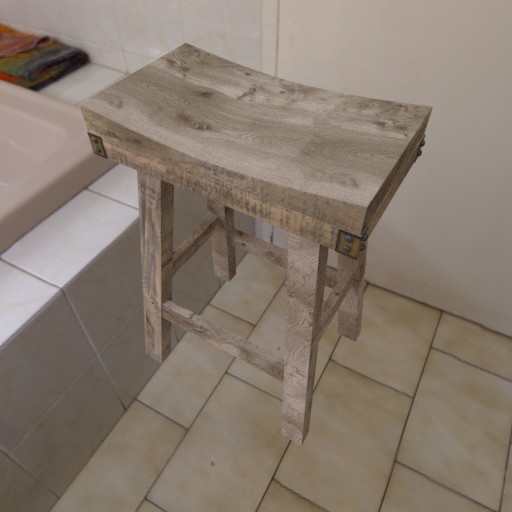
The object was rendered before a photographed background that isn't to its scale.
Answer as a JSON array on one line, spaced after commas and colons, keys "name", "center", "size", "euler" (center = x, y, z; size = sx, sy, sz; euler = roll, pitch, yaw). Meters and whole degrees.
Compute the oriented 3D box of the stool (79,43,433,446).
[{"name": "stool", "center": [0.000, 0.000, 0.867], "size": [0.450, 0.635, 0.330], "euler": [24, 51, 20]}]
